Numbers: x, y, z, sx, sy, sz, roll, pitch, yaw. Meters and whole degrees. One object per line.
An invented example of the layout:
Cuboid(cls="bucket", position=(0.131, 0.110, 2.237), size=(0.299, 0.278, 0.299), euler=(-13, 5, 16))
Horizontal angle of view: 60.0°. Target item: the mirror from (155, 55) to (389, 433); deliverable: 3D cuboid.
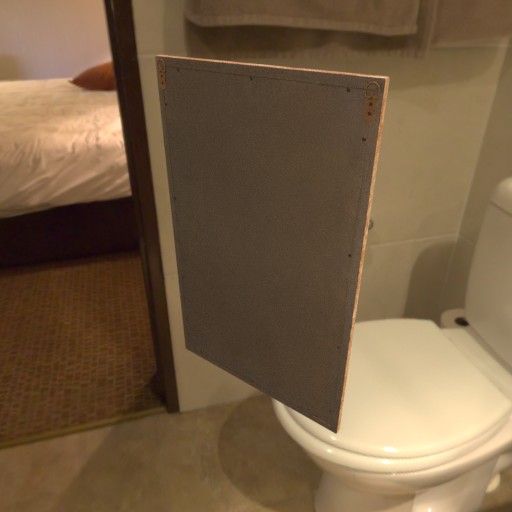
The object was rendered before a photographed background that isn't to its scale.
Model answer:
Cuboid(cls="mirror", position=(0.000, 0.000, 0.984), size=(0.495, 0.787, 0.058), euler=(21, 36, 31))
